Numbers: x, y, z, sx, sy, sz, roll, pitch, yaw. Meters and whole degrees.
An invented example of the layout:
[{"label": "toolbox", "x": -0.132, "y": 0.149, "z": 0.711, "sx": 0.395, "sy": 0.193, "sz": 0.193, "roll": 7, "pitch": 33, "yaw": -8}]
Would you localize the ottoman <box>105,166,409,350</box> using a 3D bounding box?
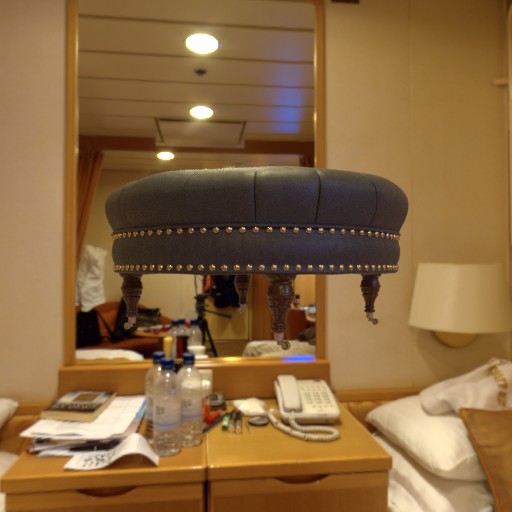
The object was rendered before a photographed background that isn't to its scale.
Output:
[{"label": "ottoman", "x": 0.000, "y": 0.000, "z": 1.384, "sx": 0.901, "sy": 0.439, "sz": 0.901, "roll": 0, "pitch": -1, "yaw": 0}]
